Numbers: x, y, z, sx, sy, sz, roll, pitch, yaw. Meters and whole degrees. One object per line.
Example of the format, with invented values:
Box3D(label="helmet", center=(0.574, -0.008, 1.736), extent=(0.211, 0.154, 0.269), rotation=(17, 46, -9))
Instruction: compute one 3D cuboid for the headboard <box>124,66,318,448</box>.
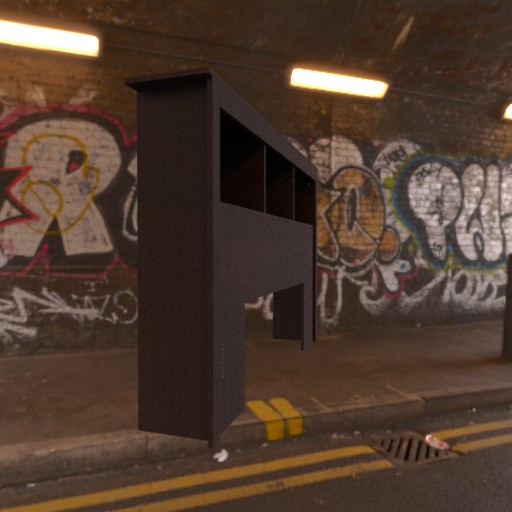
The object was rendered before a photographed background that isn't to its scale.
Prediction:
Box3D(label="headboard", center=(0.000, 0.000, 2.091), extent=(0.279, 1.092, 1.671), rotation=(0, 1, 18))
